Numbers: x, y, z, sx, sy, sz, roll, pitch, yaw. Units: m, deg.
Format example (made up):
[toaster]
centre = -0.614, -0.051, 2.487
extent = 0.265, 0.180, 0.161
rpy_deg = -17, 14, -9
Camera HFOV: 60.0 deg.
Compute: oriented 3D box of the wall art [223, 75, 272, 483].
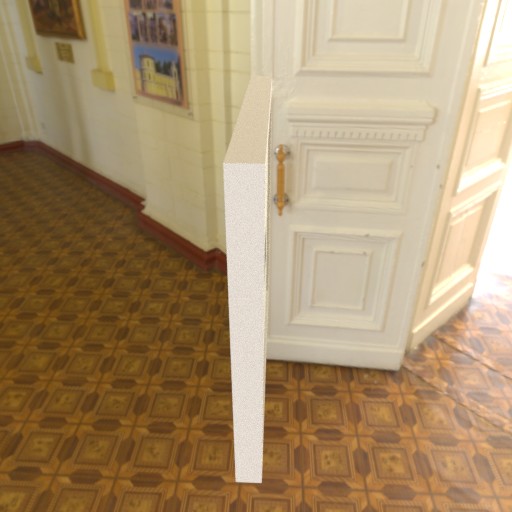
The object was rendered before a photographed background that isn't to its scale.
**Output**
[wall art]
centre = 0.000, 0.000, 0.770
extent = 0.040, 0.509, 0.509
rpy_deg = 1, 31, 2
